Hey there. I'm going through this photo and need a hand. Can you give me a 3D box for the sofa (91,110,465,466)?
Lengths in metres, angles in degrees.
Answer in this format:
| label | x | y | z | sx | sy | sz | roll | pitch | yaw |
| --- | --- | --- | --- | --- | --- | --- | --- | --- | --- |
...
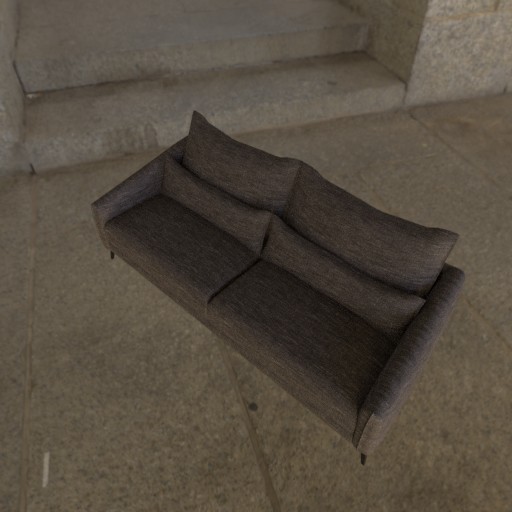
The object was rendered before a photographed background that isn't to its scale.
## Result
| label | x | y | z | sx | sy | sz | roll | pitch | yaw |
| --- | --- | --- | --- | --- | --- | --- | --- | --- | --- |
| sofa | 0.000 | 0.000 | 2.392 | 2.019 | 0.843 | 0.807 | 33 | 53 | 29 |
